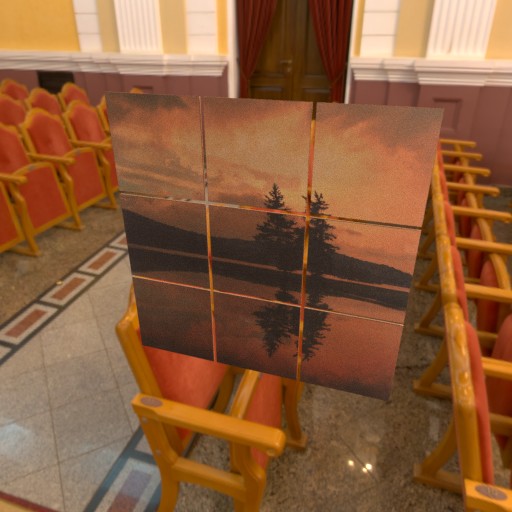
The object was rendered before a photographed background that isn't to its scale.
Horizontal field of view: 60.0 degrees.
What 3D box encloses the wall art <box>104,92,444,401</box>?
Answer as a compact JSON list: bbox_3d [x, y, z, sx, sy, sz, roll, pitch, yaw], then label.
[{"bbox_3d":[0.000,0.000,2.263,1.520,1.525,0.013,9,29,16],"label":"wall art"}]
